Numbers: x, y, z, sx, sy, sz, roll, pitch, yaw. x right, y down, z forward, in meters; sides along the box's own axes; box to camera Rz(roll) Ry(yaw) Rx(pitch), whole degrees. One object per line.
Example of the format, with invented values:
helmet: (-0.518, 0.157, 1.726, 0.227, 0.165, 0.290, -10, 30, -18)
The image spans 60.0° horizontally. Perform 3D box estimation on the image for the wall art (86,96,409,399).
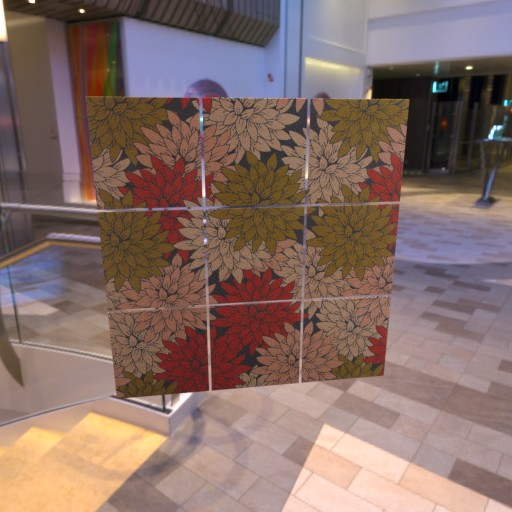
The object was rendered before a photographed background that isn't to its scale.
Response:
wall art: (0.000, 0.000, 2.284, 1.519, 1.534, 0.013, -3, 17, -8)
